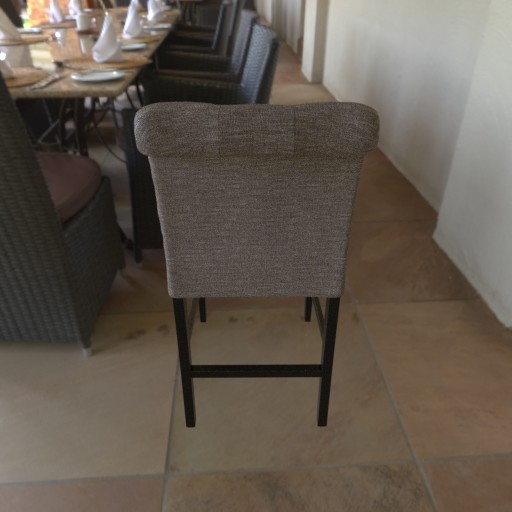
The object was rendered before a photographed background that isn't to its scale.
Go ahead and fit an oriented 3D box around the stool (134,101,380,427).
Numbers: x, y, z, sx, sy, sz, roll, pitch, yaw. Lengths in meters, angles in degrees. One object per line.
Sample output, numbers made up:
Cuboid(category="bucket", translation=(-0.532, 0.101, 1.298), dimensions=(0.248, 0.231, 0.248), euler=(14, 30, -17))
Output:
Cuboid(category="stool", translation=(0.000, 0.000, 1.273), dimensions=(0.457, 0.970, 0.611), euler=(0, 33, 0))
